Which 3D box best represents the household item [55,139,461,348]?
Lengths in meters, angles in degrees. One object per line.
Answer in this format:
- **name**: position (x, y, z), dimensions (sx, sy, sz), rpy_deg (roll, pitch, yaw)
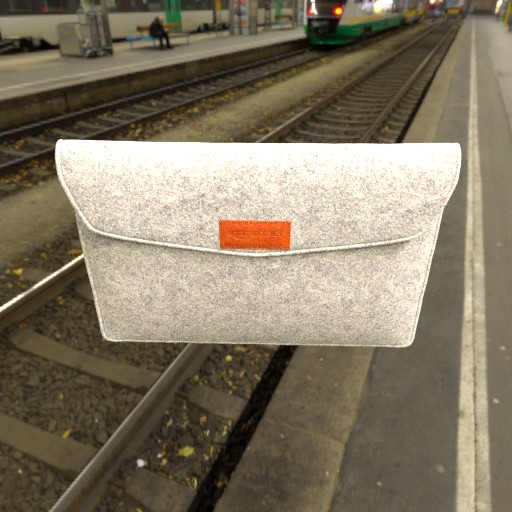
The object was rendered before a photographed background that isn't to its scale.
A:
- **household item**: position (0.000, 0.000, 0.425), dimensions (0.335, 0.221, 0.057), rpy_deg (1, 30, 2)
